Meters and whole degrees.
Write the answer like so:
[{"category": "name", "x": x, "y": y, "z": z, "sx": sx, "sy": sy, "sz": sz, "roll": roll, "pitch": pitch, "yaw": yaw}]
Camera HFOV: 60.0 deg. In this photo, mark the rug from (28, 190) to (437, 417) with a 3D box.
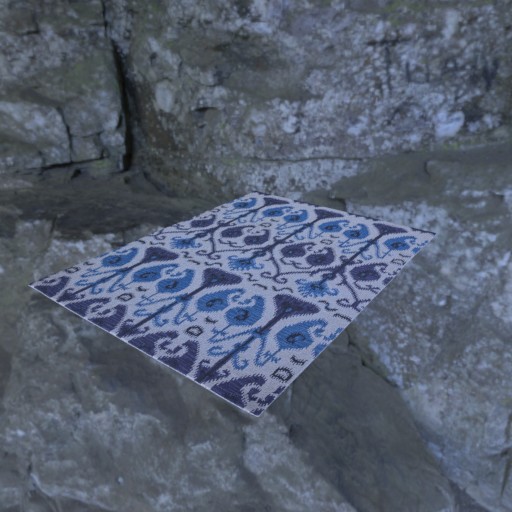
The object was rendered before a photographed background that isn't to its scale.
[{"category": "rug", "x": 0.000, "y": 0.000, "z": 4.262, "sx": 2.443, "sy": 0.024, "sz": 3.228, "roll": 18, "pitch": 32, "yaw": 33}]
